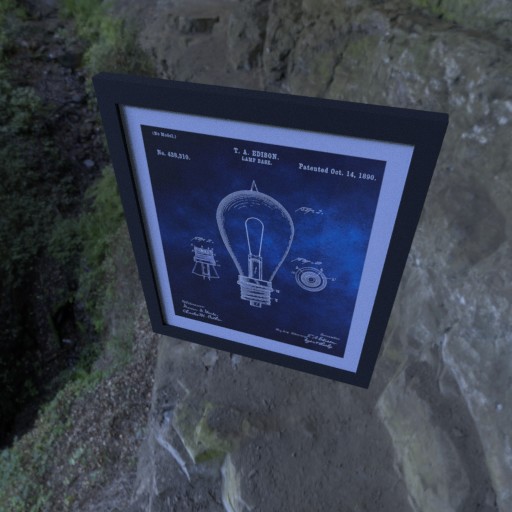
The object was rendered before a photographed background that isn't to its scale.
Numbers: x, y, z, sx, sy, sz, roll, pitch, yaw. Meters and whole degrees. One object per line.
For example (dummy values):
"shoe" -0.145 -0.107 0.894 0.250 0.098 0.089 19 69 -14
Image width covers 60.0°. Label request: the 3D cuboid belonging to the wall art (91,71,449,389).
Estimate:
"wall art" 0.000 0.000 0.684 0.428 0.505 0.023 12 43 13
